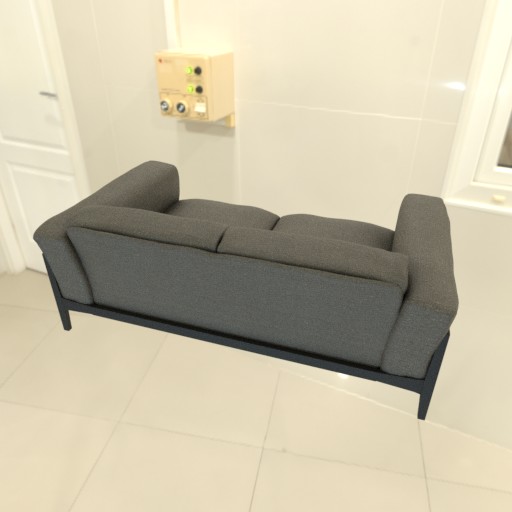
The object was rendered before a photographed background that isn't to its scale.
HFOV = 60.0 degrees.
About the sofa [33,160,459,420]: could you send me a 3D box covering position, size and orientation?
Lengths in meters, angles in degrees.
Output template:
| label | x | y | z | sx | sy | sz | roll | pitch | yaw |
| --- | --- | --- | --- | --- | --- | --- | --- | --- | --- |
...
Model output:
| label | x | y | z | sx | sy | sz | roll | pitch | yaw |
| --- | --- | --- | --- | --- | --- | --- | --- | --- | --- |
| sofa | 0.000 | 0.000 | 2.121 | 1.690 | 0.656 | 0.960 | 10 | 33 | 16 |
